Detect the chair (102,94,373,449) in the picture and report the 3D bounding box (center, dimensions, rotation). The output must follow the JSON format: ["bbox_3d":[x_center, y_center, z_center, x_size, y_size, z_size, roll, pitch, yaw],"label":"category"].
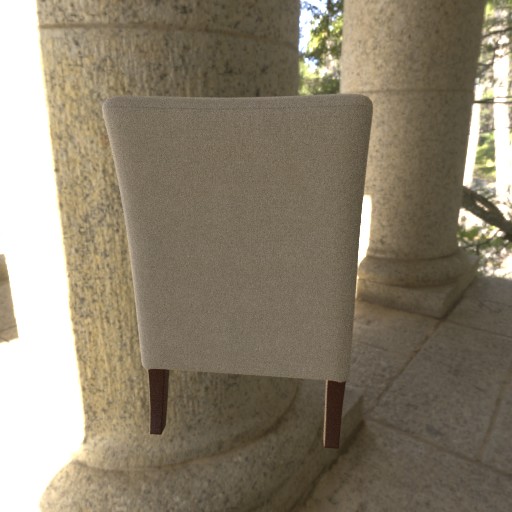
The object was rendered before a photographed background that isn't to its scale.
[{"bbox_3d":[0.000,0.000,1.276,0.521,0.833,0.754,2,17,7],"label":"chair"}]
